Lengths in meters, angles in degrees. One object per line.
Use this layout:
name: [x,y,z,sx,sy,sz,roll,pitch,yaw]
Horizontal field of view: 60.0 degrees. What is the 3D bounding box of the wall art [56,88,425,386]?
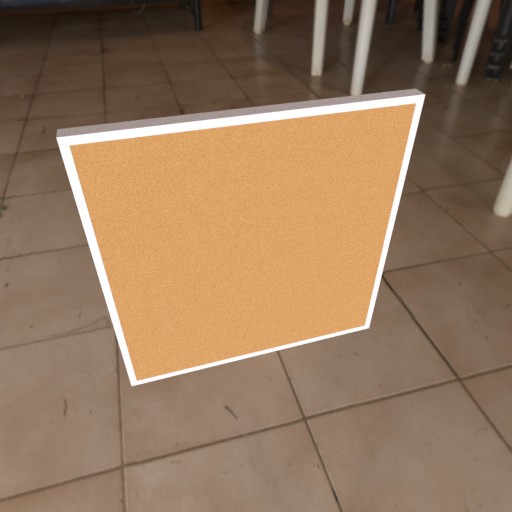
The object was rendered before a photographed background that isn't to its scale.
wall art: [0.000,0.000,1.138,0.762,0.762,0.038,-11,41,-13]
